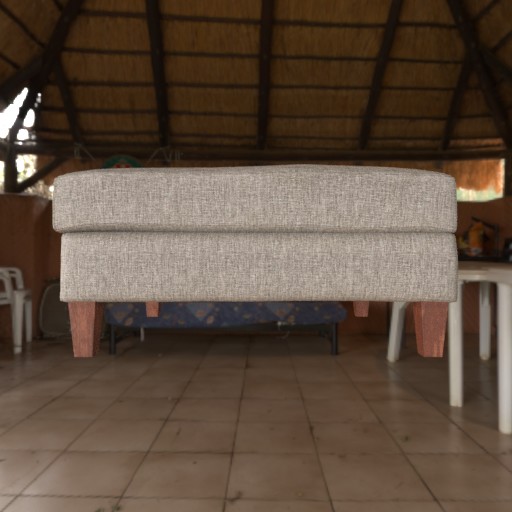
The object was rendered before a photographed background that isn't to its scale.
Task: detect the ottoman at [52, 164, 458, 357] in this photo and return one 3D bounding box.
[{"bbox_3d":[0.000,0.000,1.460,0.994,0.492,0.839,0,0,0],"label":"ottoman"}]
